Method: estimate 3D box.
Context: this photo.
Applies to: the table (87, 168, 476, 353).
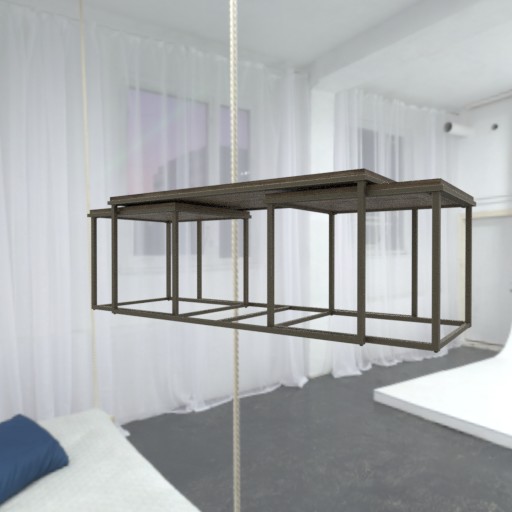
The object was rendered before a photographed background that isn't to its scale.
[{"bbox_3d":[0.000,0.000,1.532,1.312,0.427,0.489,0,1,35],"label":"table"}]
